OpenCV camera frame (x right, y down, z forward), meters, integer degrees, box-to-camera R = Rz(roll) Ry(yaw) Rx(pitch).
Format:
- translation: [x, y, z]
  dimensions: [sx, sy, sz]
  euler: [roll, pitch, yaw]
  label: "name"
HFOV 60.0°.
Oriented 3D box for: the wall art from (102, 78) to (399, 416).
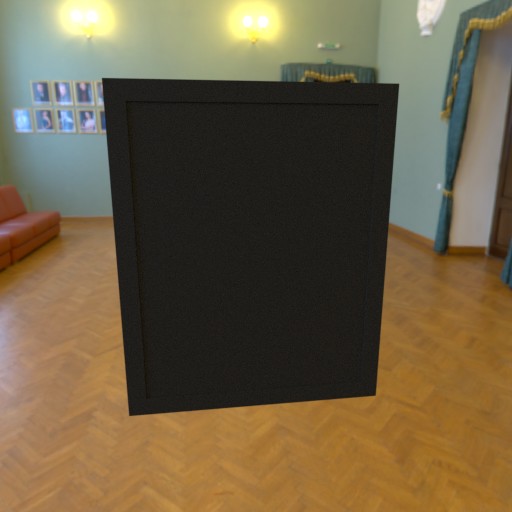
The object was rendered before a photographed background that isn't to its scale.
- translation: [0.000, 0.000, 0.760]
  dimensions: [0.457, 0.559, 0.033]
  euler: [-2, 15, -8]
  label: "wall art"
